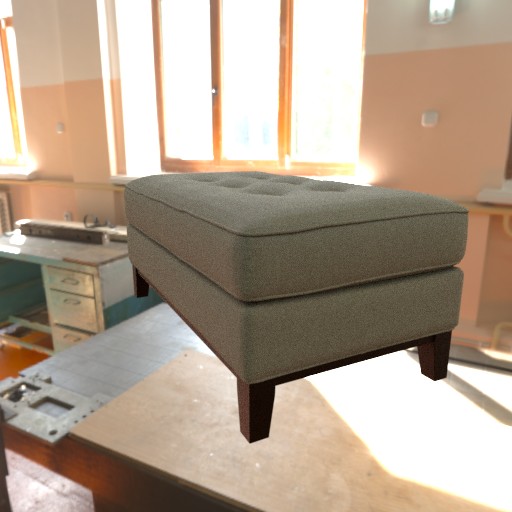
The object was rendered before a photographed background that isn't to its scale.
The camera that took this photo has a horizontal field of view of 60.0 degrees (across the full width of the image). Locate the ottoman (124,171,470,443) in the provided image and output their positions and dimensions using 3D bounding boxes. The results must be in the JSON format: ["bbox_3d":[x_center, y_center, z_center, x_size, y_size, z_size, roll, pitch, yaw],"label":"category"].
[{"bbox_3d":[0.000,0.000,1.479,0.648,0.508,1.143,-7,16,-27],"label":"ottoman"}]
